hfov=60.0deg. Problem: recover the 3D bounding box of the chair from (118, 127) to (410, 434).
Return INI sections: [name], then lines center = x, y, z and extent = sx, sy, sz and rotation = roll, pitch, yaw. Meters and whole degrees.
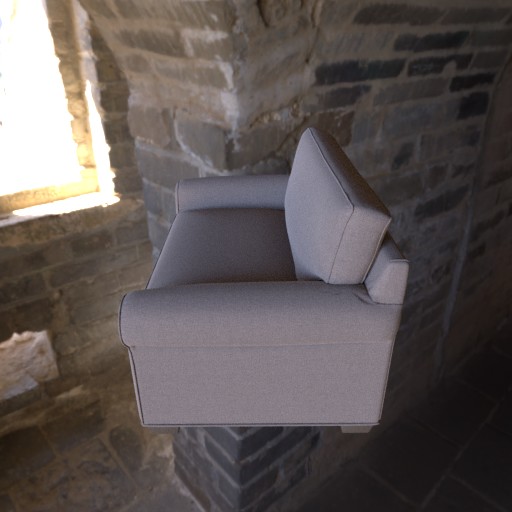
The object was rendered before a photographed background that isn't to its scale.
[chair]
center = 0.000, 0.000, 2.032
extent = 0.930, 0.930, 1.390
rotation = 0, 27, 0
